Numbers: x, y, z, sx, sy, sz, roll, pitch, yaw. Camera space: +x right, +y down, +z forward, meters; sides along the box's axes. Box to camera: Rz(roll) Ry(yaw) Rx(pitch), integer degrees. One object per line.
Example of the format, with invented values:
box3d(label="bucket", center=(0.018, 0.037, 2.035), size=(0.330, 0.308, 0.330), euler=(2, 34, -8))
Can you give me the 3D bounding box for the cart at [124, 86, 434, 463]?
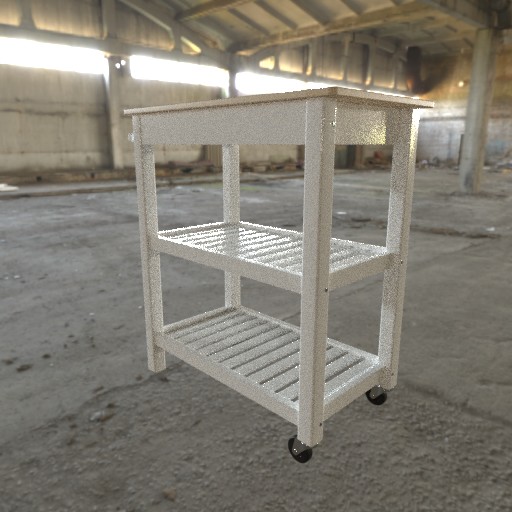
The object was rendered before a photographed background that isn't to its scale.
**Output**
box3d(label="cart", center=(0.000, 0.000, 1.447), size=(0.457, 0.927, 0.899), euler=(-13, 19, -43))
